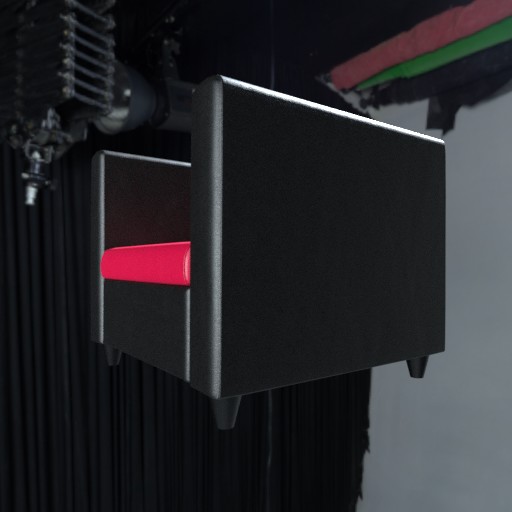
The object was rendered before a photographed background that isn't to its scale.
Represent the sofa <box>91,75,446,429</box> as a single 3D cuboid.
[{"bbox_3d":[0.000,0.000,1.411,0.809,0.724,0.839,1,-1,-36],"label":"sofa"}]
